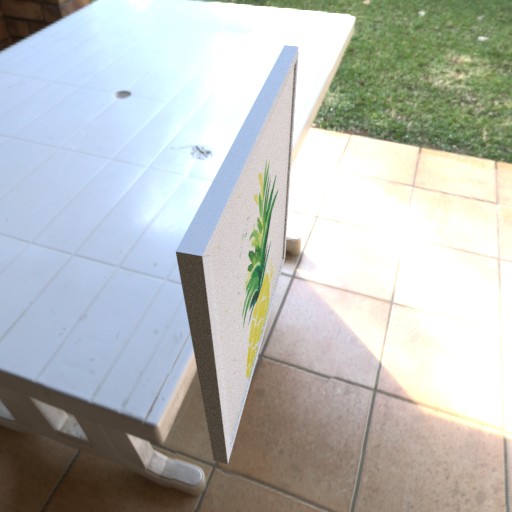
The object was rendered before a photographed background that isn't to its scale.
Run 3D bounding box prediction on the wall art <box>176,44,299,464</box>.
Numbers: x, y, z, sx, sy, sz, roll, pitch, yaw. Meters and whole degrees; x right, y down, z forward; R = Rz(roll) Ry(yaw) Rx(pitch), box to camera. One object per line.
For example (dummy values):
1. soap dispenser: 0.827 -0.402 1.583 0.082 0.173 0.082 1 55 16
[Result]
1. wall art: 0.000 0.000 1.129 0.038 0.761 0.763 10 46 10
